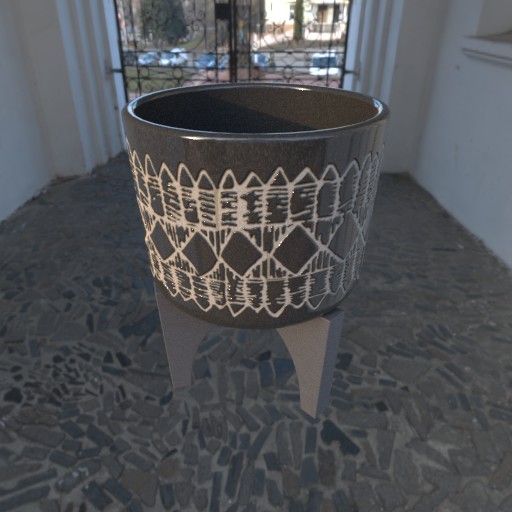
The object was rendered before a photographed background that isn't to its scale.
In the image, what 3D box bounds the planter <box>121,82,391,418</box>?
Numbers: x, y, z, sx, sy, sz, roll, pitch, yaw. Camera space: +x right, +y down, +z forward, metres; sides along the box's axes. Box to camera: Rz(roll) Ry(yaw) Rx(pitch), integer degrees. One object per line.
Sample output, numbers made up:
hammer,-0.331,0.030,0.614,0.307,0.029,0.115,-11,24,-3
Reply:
planter,0.000,0.000,0.396,0.196,0.264,0.196,8,31,13
